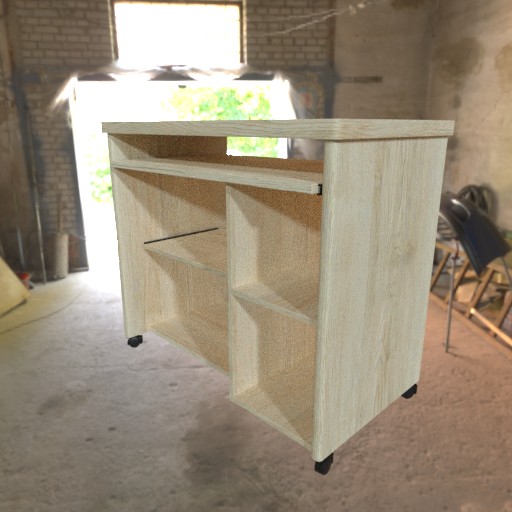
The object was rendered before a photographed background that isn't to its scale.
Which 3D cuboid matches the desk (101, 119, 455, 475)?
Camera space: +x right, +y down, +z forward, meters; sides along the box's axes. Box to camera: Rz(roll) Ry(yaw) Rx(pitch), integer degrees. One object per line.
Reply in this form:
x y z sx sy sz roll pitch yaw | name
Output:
0.000 0.000 1.322 0.480 0.770 0.885 -16 23 -42 | desk
